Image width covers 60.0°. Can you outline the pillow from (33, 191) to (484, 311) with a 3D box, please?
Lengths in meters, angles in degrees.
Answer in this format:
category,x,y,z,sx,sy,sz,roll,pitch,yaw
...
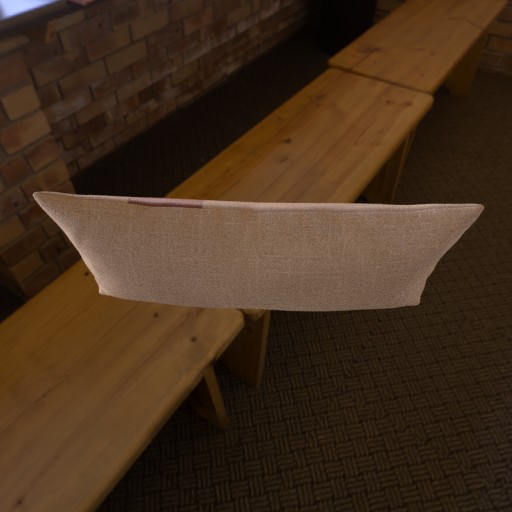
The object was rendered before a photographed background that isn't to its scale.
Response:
category,x,y,z,sx,sy,sz,roll,pitch,yaw
pillow,0.000,0.000,0.721,0.612,0.282,0.155,2,48,2
